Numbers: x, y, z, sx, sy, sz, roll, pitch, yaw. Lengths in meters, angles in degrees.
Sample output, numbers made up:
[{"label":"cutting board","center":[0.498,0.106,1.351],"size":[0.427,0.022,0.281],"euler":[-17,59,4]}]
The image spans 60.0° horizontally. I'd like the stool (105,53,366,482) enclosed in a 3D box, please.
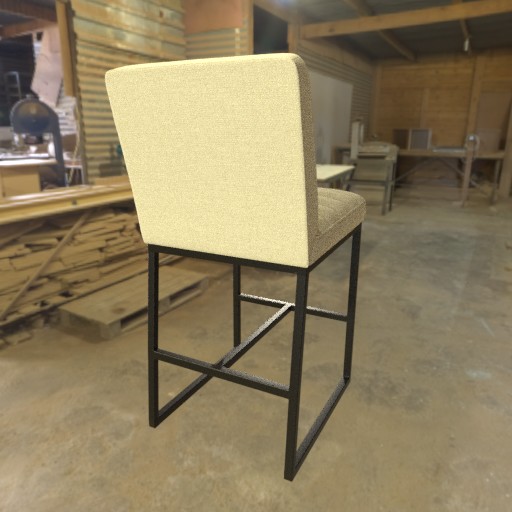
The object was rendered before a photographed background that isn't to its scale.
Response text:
[{"label":"stool","center":[0.000,0.000,1.214],"size":[0.460,0.940,0.560],"euler":[8,18,27]}]
